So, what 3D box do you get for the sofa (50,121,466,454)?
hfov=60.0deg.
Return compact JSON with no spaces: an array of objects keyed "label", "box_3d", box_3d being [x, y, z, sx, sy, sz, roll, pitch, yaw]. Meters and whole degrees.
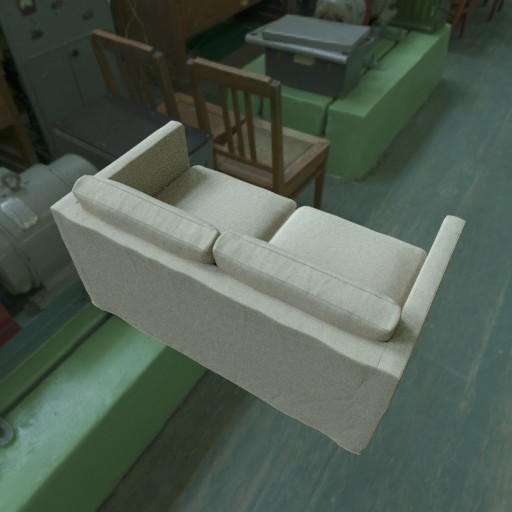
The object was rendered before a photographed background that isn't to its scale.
[{"label":"sofa","box_3d":[0.000,0.000,2.241,1.719,0.835,0.962,24,51,21]}]
